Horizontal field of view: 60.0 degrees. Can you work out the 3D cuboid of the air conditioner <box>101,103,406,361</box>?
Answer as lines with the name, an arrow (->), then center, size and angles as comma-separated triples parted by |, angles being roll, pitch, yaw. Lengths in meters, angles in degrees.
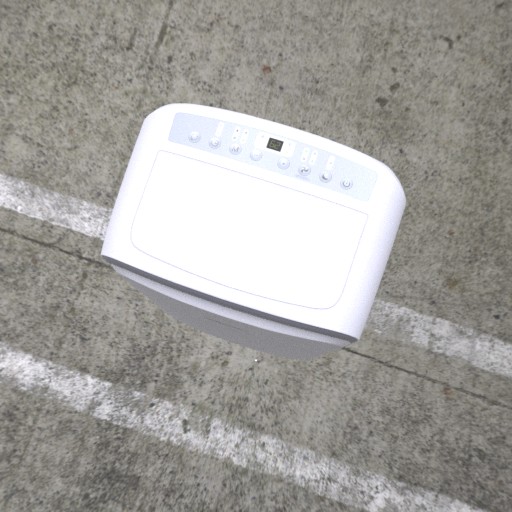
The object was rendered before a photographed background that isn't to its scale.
air conditioner -> 0.000, 0.000, 0.951 | 0.454, 0.700, 0.365 | 18, 77, 4
